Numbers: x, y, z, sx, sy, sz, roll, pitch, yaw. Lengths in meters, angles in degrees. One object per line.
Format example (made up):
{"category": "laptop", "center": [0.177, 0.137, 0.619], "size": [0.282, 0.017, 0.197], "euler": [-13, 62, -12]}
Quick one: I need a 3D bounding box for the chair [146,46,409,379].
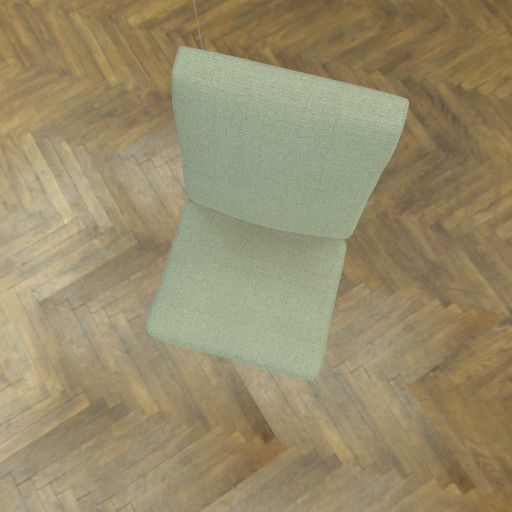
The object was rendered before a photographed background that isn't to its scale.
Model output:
{"category": "chair", "center": [0.000, 0.000, 1.246], "size": [0.507, 0.911, 0.586], "euler": [15, 77, 3]}
